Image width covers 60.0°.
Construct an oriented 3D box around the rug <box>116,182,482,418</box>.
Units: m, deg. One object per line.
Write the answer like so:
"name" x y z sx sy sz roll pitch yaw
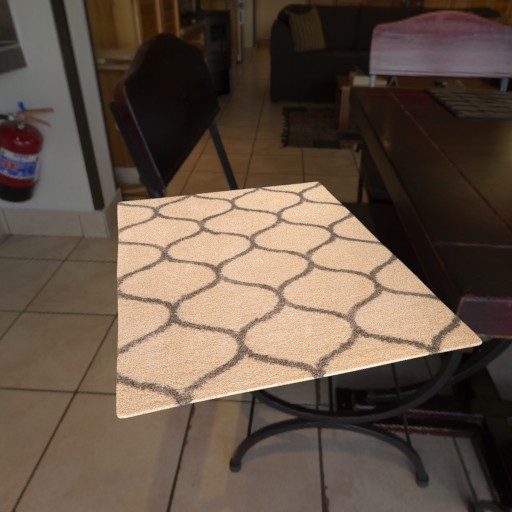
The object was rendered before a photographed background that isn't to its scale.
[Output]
"rug" 0.000 0.000 3.967 2.399 0.026 3.000 -8 32 -13
